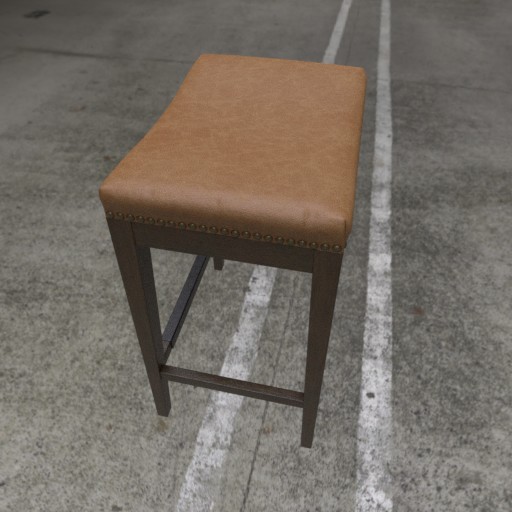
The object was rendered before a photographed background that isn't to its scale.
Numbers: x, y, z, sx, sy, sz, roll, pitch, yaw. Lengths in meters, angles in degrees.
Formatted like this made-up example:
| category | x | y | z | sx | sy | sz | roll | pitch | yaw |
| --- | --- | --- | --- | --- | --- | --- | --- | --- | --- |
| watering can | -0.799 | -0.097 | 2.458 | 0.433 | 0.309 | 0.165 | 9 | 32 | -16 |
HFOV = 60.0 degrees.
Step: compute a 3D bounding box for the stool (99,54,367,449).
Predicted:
| category | x | y | z | sx | sy | sz | roll | pitch | yaw |
| --- | --- | --- | --- | --- | --- | --- | --- | --- | --- |
| stool | 0.000 | 0.000 | 0.949 | 0.361 | 0.660 | 0.500 | 9 | 46 | 9 |
